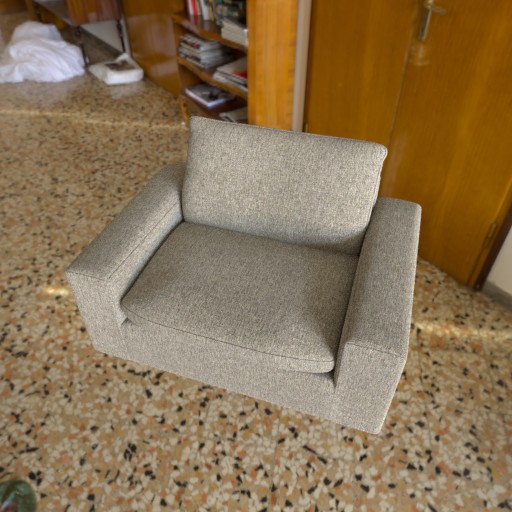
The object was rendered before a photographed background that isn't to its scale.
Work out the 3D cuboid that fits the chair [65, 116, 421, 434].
[{"bbox_3d":[0.000,0.000,2.067,1.398,0.915,1.039,12,42,14],"label":"chair"}]
